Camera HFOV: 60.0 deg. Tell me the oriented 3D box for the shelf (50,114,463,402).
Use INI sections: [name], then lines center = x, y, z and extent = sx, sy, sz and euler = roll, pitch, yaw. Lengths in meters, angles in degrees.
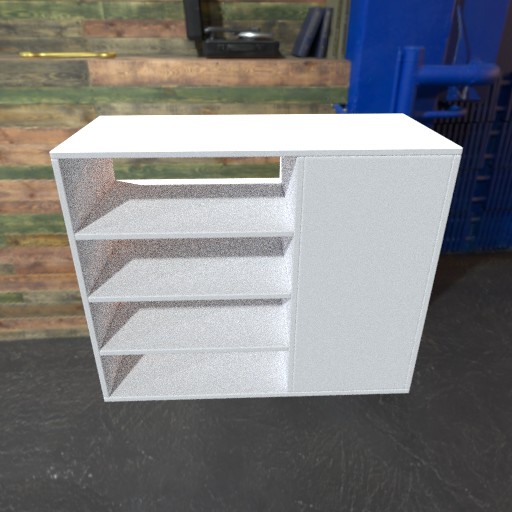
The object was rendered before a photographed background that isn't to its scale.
[shelf]
center = 0.000, 0.000, 1.303
extent = 0.895, 0.732, 0.396
euler = -1, 28, -2
